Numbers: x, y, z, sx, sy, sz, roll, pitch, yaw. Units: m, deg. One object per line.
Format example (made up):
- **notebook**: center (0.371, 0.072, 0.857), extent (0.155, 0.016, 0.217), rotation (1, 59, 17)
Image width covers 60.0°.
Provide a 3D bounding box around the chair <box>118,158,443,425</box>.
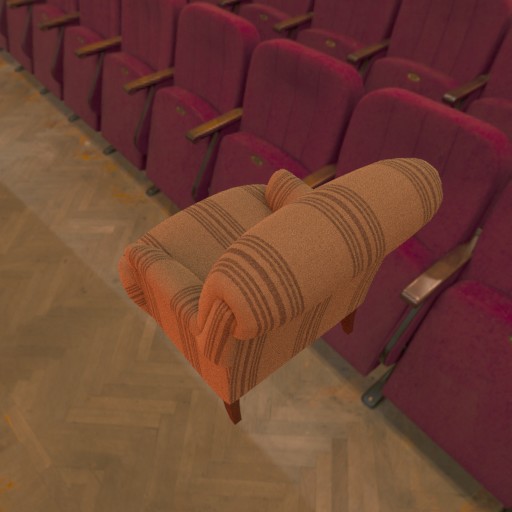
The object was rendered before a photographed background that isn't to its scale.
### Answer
- **chair**: center (0.000, 0.000, 1.621), extent (0.813, 0.940, 0.914), rotation (-31, 54, -26)
